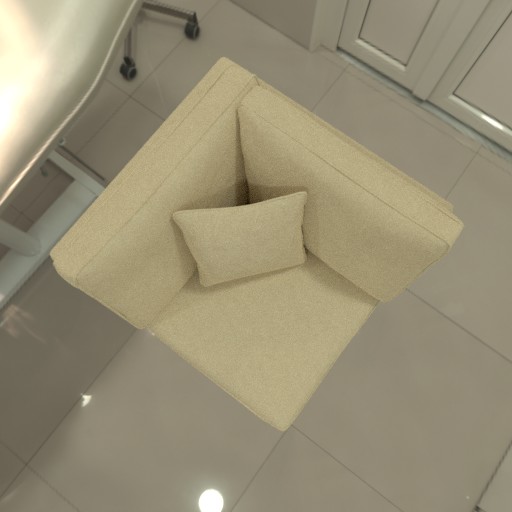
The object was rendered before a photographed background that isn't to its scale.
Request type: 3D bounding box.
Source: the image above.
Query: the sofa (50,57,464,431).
[{"bbox_3d":[0.000,0.000,1.936,1.146,1.002,1.084,36,79,8],"label":"sofa"}]
